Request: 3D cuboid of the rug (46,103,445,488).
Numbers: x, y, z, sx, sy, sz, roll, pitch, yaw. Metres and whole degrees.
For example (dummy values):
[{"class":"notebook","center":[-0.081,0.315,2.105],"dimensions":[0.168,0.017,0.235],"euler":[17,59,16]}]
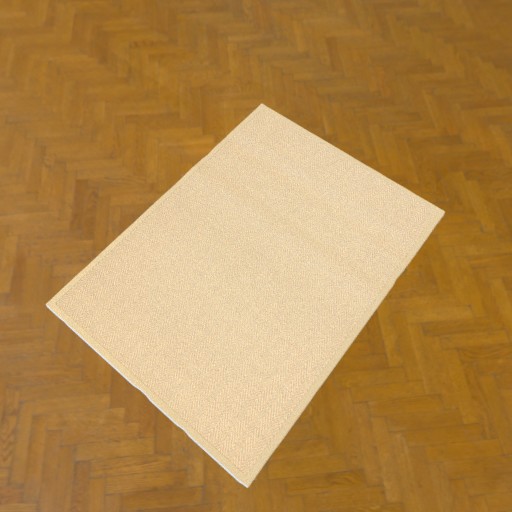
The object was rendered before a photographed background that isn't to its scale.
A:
[{"class":"rug","center":[0.000,0.000,4.895],"dimensions":[2.734,0.037,3.659],"euler":[36,69,16]}]
